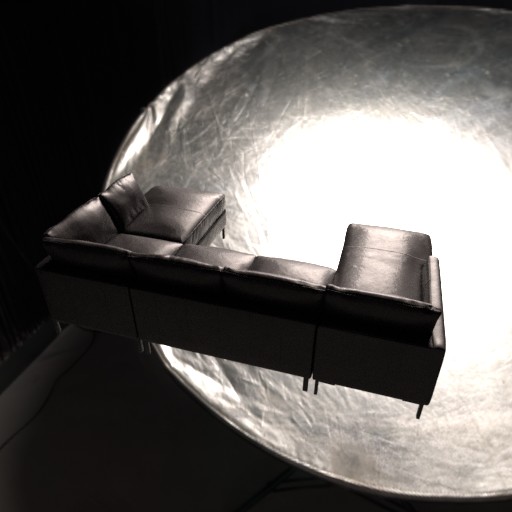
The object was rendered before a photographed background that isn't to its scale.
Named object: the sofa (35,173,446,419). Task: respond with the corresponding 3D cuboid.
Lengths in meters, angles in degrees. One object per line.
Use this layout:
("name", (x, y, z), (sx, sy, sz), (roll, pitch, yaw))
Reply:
("sofa", (0.000, 0.000, 3.838), (2.956, 0.900, 1.939), (9, 34, 14))
